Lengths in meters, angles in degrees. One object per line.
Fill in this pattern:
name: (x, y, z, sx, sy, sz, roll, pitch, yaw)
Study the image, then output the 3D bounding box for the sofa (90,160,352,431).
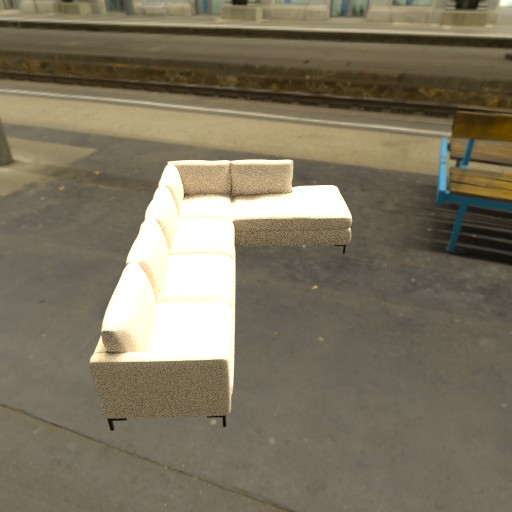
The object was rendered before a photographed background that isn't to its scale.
sofa: (0.000, 0.000, 3.876, 2.007, 0.815, 2.949, -1, 32, -1)
